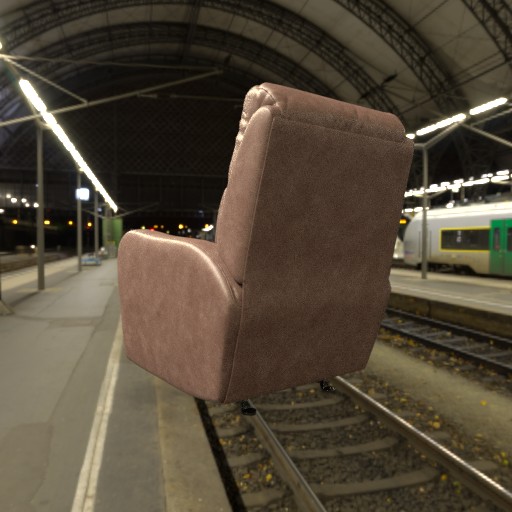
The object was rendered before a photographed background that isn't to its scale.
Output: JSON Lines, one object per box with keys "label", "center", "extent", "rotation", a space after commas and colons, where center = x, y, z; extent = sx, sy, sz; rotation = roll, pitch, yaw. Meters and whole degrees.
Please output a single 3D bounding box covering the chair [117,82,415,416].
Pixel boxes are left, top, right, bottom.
{"label": "chair", "center": [0.000, 0.000, 1.835], "extent": [0.865, 1.067, 1.067], "rotation": [-1, 2, -36]}
